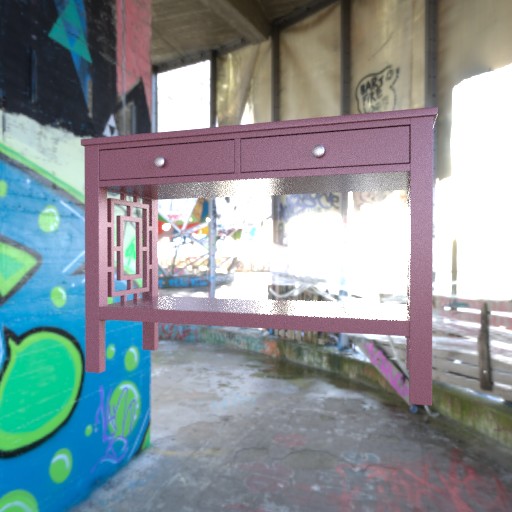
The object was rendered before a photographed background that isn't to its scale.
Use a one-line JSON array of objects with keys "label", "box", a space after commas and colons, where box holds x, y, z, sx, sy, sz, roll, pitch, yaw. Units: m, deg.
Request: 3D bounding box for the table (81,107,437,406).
[{"label": "table", "box": [0.000, 0.000, 1.449, 1.068, 0.753, 0.397, 0, 1, 18]}]
